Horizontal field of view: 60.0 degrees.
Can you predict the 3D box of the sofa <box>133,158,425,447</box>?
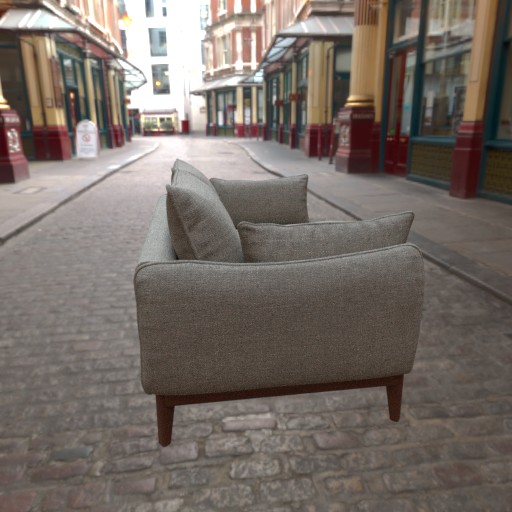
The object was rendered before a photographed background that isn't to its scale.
[{"bbox_3d":[0.000,0.000,2.112,0.972,0.851,1.580,-3,16,-9],"label":"sofa"}]
